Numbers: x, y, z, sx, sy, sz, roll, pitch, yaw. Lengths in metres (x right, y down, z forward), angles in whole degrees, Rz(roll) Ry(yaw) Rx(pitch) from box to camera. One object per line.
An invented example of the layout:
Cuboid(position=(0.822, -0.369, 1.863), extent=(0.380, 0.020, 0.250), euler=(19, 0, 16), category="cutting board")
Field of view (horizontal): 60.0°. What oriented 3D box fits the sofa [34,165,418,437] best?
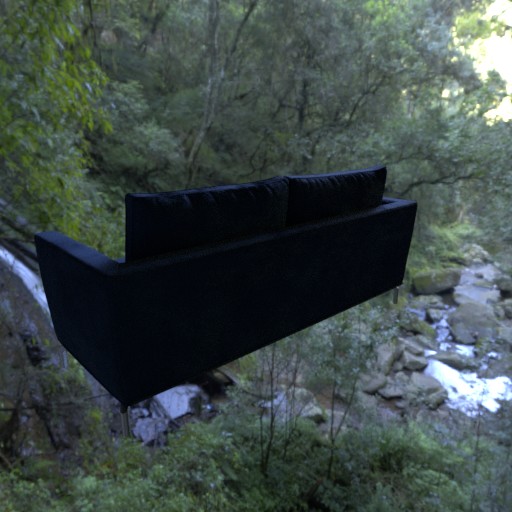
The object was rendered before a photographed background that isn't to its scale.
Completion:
Cuboid(position=(0.000, 0.000, 2.660), extent=(2.212, 0.998, 0.853), euler=(-15, 23, -40), category="sofa")
